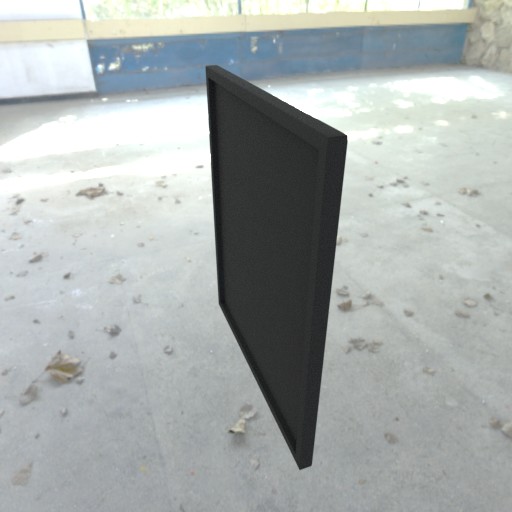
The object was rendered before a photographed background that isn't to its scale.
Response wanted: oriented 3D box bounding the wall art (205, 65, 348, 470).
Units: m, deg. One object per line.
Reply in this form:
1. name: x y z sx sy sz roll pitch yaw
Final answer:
1. wall art: 0.000 0.000 0.711 0.021 0.508 0.432 -11 33 -17
